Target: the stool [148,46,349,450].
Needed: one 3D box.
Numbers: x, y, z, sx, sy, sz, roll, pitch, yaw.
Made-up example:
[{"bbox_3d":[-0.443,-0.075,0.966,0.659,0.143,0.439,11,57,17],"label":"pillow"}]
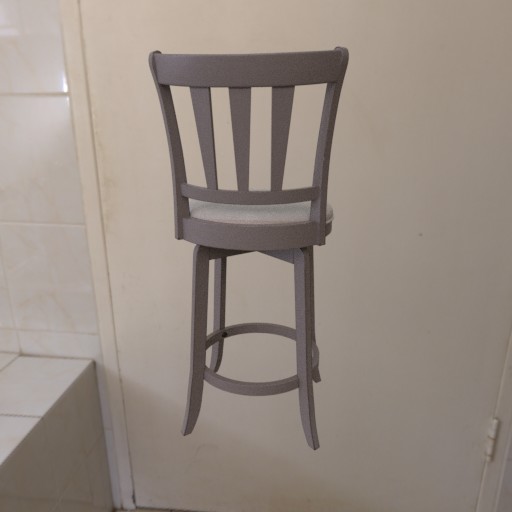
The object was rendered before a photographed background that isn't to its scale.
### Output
[{"bbox_3d":[0.000,0.000,1.244,0.436,1.023,0.475,3,18,8],"label":"stool"}]
